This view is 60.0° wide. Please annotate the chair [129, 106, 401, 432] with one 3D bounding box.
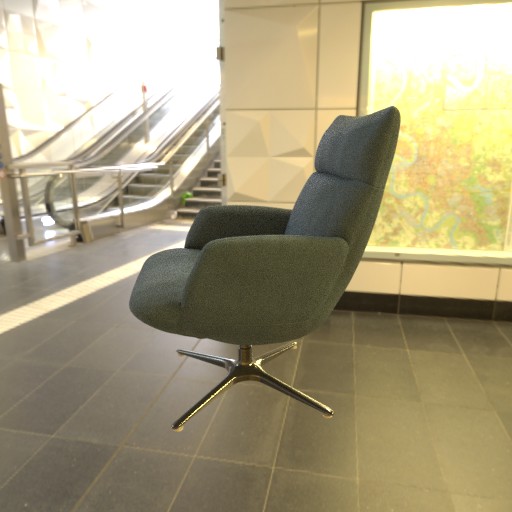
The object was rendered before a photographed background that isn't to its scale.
[{"bbox_3d":[0.000,0.000,1.621,0.889,1.016,0.711,-2,15,-8],"label":"chair"}]
